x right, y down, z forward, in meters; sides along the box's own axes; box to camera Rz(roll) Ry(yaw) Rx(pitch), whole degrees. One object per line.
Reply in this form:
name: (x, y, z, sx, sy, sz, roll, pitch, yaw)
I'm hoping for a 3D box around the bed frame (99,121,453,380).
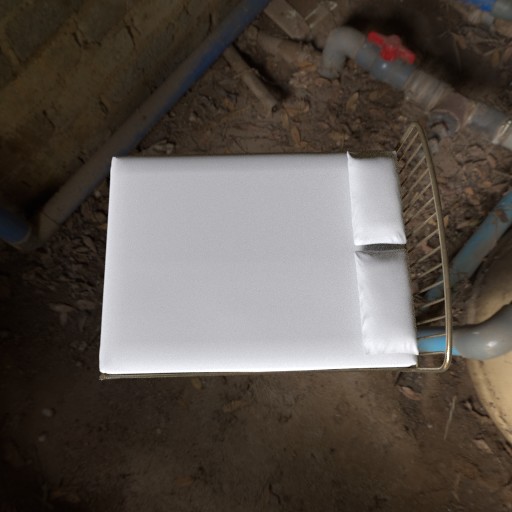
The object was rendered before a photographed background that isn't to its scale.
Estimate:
bed frame: (0.000, 0.000, 3.076, 2.152, 1.175, 1.612, -1, 76, 0)
